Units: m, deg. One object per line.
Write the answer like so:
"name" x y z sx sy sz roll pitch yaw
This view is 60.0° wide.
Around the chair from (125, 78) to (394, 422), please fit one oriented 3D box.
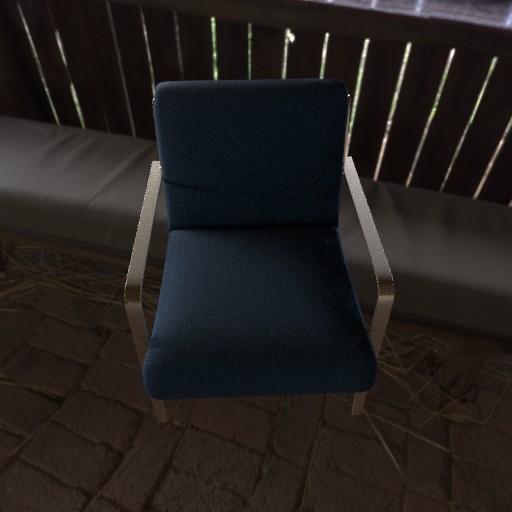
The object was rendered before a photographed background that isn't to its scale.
"chair" 0.000 0.000 1.435 0.692 0.831 0.859 -2 46 -2
